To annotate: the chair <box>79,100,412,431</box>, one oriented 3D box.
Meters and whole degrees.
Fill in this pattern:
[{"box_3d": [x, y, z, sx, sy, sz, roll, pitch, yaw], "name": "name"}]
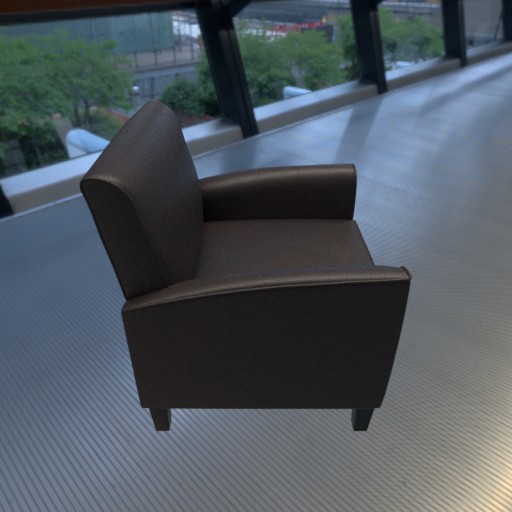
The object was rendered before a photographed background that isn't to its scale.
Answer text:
[{"box_3d": [0.000, 0.000, 1.555, 0.819, 0.916, 0.820, 0, 32, 0], "name": "chair"}]
